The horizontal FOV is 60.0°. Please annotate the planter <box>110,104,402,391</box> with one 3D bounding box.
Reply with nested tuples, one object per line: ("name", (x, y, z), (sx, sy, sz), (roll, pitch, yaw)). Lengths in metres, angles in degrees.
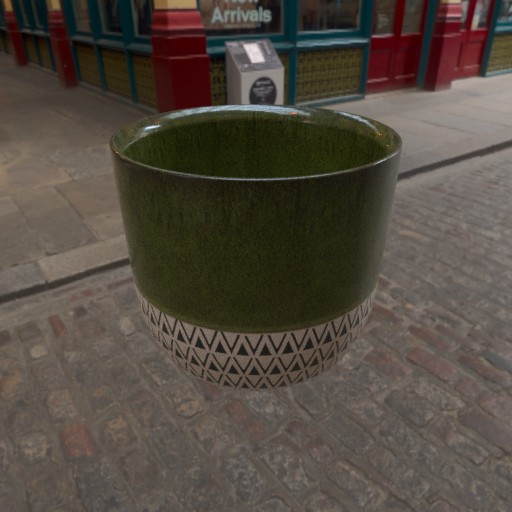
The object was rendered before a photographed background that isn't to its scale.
("planter", (0.000, 0.000, 0.483), (0.266, 0.270, 0.266), (0, 30, 0))
